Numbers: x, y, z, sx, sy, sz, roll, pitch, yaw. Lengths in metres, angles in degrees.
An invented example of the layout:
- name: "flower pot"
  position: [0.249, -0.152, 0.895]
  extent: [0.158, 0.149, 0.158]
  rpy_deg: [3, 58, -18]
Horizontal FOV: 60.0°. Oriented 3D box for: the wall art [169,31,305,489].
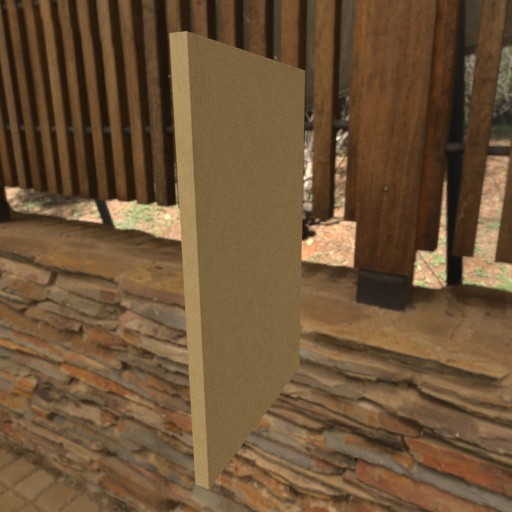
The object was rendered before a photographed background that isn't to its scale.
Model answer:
- name: "wall art"
  position: [0.000, 0.000, 0.977]
  extent: [0.039, 0.810, 0.510]
  rpy_deg: [8, 18, 25]
